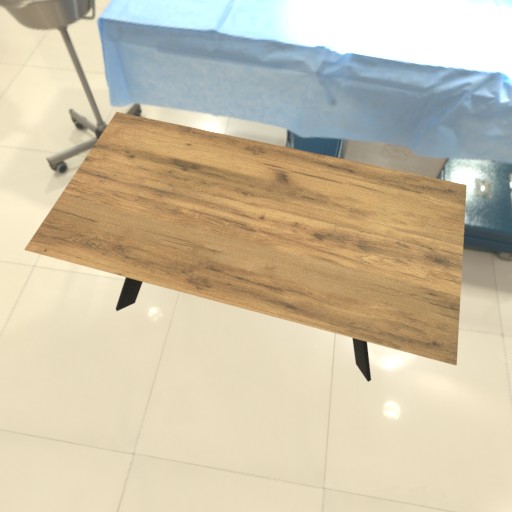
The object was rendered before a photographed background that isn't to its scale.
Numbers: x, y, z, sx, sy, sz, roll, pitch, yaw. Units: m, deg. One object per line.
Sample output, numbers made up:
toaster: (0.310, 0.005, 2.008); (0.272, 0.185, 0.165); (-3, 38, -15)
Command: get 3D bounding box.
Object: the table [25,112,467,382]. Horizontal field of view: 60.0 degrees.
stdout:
table: (0.000, 0.000, 2.537); (2.000, 0.770, 1.000); (14, 59, 8)
